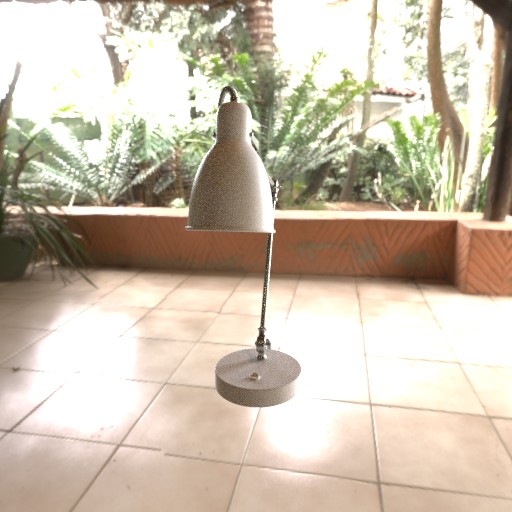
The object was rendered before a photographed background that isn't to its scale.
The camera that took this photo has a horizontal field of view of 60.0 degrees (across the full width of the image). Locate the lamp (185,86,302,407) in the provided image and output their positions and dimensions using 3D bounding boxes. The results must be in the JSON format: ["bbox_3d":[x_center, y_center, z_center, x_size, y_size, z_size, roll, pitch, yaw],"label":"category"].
[{"bbox_3d":[0.000,0.000,0.868,0.187,0.587,0.561,2,14,9],"label":"lamp"}]
